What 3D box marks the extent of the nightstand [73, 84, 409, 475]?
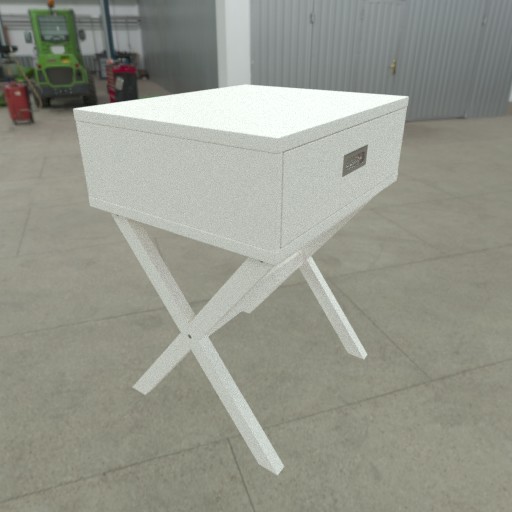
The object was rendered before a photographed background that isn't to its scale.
[{"bbox_3d":[0.000,0.000,0.941,0.402,0.623,0.479,18,31,31],"label":"nightstand"}]
